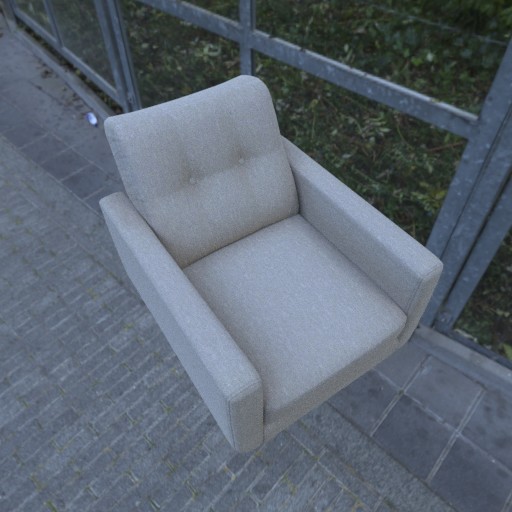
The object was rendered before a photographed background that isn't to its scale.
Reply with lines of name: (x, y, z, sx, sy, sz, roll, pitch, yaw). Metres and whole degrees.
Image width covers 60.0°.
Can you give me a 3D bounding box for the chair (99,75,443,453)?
chair: (0.000, 0.000, 1.793, 0.897, 0.965, 1.128, -27, 54, -22)
